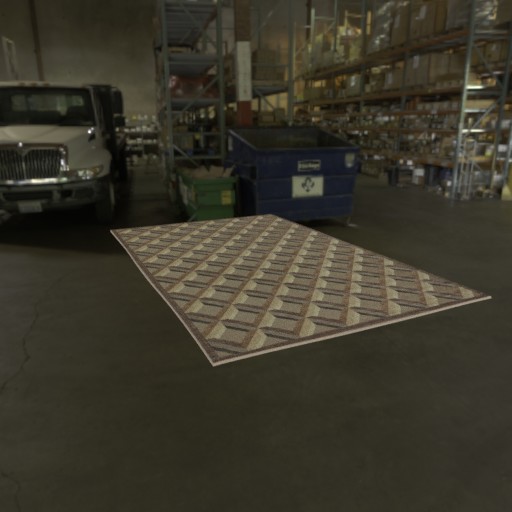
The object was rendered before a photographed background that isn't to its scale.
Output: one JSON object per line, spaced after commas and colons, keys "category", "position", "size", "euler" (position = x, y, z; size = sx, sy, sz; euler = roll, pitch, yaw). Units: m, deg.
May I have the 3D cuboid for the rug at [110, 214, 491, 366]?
{"category": "rug", "position": [0.000, 0.000, 2.083], "size": [1.066, 0.011, 1.677], "euler": [-8, 18, -25]}
